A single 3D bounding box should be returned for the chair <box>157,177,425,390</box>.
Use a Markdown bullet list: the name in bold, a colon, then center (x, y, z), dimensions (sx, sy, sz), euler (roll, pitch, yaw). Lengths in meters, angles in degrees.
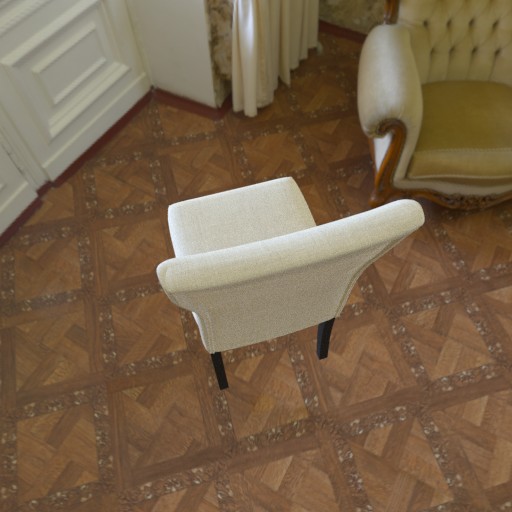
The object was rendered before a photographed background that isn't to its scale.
- **chair**: center (0.000, 0.000, 1.307), dimensions (0.509, 0.921, 0.597), euler (-15, 60, -9)
